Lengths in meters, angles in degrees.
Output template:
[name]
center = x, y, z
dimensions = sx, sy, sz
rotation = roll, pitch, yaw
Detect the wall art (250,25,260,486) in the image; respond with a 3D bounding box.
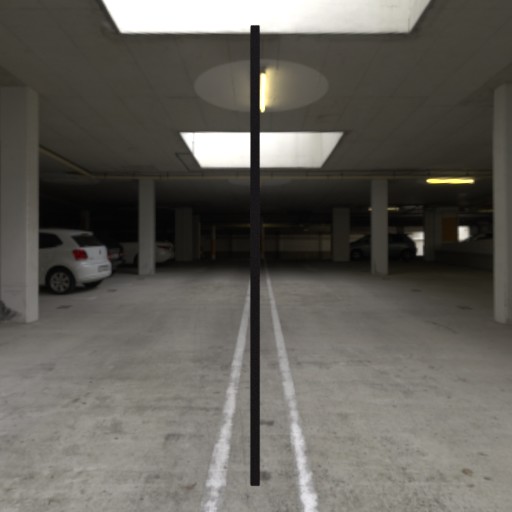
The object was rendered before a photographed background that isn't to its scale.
[wall art]
center = 0.000, 0.000, 0.695
dimensions = 0.012, 0.529, 0.374
rotation = 0, -1, 0
